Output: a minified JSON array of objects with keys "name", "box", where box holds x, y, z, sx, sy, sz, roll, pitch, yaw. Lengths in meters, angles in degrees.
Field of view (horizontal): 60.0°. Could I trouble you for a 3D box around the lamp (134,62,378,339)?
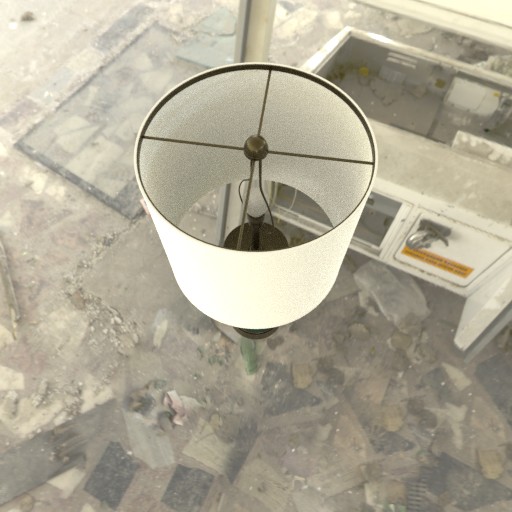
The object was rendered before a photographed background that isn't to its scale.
[{"name":"lamp","box":[0.000,0.000,0.818,0.301,0.630,0.301,-34,68,-16]}]
